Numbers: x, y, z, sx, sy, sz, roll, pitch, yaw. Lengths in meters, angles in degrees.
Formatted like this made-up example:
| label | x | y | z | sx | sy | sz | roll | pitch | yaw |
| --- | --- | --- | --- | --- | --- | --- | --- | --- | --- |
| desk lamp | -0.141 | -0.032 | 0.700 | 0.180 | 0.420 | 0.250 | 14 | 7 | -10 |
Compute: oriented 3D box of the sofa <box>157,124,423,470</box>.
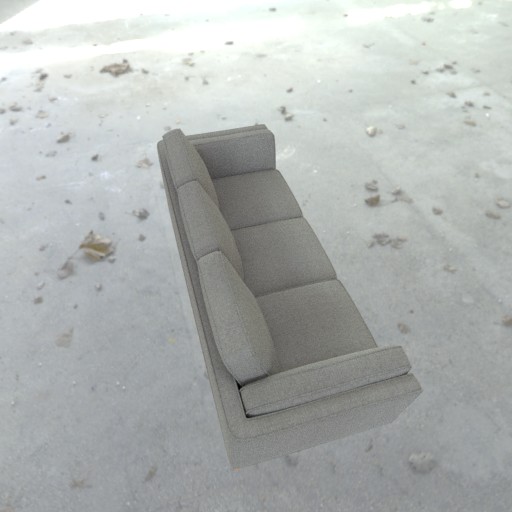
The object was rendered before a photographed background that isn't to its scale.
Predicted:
| label | x | y | z | sx | sy | sz | roll | pitch | yaw |
| --- | --- | --- | --- | --- | --- | --- | --- | --- | --- |
| sofa | 0.000 | 0.000 | 2.789 | 0.903 | 0.899 | 2.362 | -12 | 47 | -11 |
